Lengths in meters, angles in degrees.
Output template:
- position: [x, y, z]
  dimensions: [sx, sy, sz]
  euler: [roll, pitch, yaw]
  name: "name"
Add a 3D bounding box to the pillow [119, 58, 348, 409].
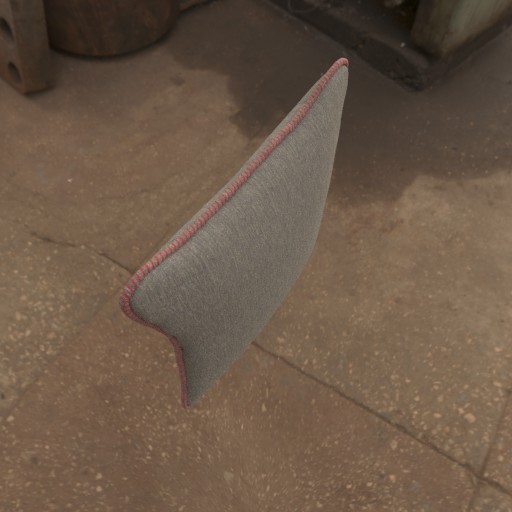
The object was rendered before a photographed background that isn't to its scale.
- position: [0.000, 0.000, 0.740]
  dimensions: [0.124, 0.491, 0.482]
  euler: [30, 63, 17]
  name: "pillow"
